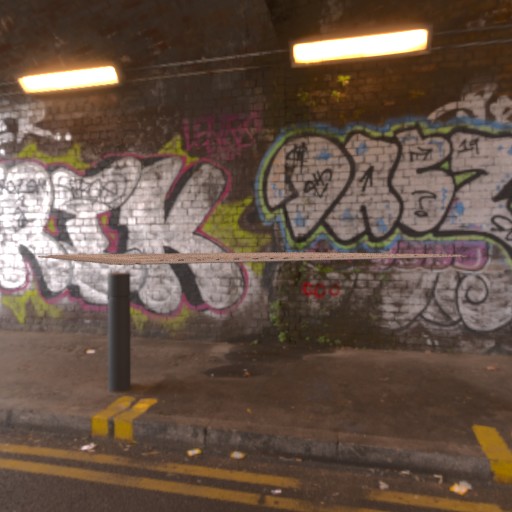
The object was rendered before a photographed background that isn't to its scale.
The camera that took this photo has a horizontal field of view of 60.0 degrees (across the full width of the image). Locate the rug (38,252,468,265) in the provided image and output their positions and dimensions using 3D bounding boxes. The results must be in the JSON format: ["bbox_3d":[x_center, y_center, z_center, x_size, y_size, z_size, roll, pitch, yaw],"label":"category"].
[{"bbox_3d":[0.000,0.000,2.258,1.847,0.014,1.230,-1,1,-36],"label":"rug"}]
